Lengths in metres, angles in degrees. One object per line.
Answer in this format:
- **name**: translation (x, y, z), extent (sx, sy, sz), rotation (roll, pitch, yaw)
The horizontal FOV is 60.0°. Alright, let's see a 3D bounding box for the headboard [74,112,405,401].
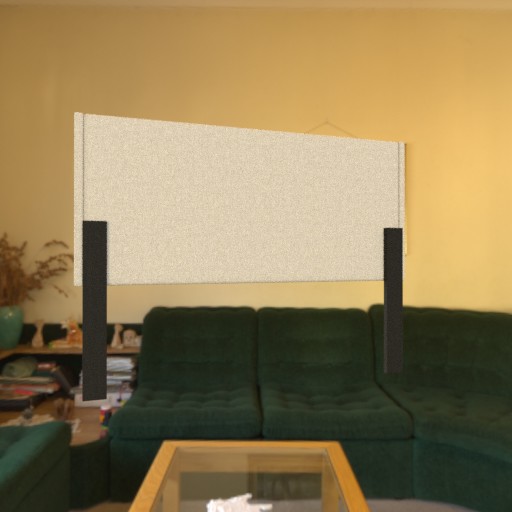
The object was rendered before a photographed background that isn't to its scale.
- **headboard**: translation (0.000, 0.000, 2.701), extent (2.051, 1.524, 0.184), rotation (0, 0, -17)
